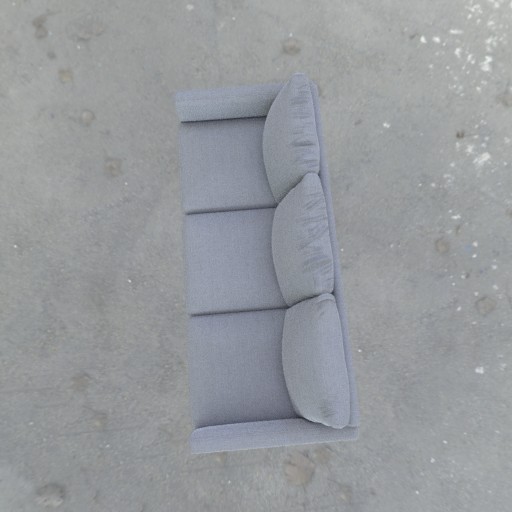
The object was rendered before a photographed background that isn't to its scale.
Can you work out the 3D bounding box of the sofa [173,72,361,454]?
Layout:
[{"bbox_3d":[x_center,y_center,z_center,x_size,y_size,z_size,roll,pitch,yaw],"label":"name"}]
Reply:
[{"bbox_3d":[0.000,0.000,2.530,0.850,0.830,2.000,-5,77,-1],"label":"sofa"}]
